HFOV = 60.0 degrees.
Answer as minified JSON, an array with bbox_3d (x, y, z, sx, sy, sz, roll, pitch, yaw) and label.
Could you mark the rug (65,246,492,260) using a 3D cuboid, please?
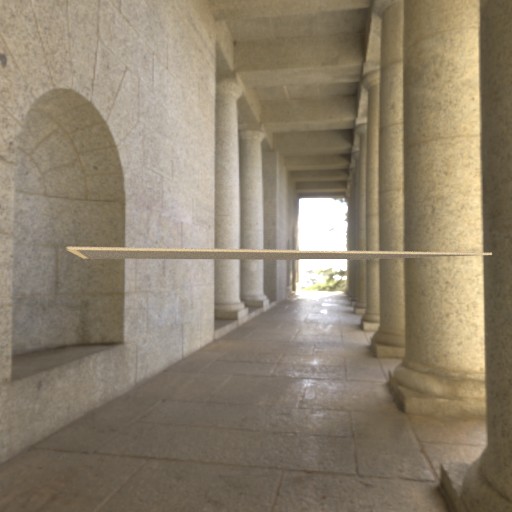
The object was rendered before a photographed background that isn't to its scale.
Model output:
[{"bbox_3d":[0.000,0.000,4.056,3.051,0.020,2.407,1,-2,-19],"label":"rug"}]
